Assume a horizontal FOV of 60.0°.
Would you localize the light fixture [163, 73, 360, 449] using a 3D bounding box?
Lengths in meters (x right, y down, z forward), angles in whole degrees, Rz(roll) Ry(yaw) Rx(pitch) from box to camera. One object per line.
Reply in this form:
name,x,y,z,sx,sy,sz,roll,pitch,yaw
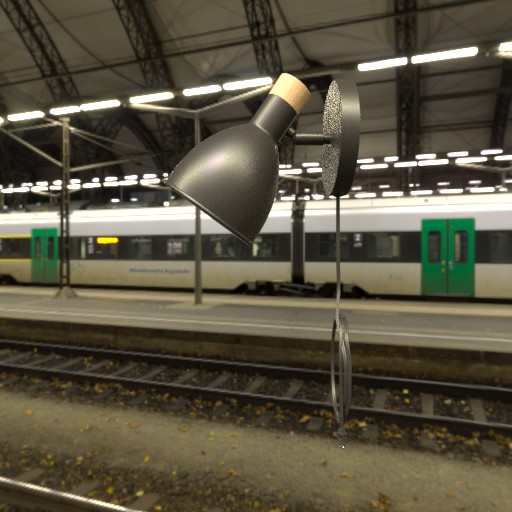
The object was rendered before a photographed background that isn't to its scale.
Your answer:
light fixture,0.000,0.000,0.496,0.203,0.401,0.127,0,1,-1
